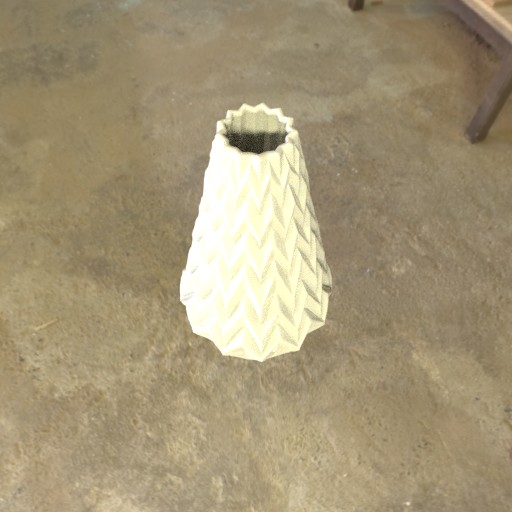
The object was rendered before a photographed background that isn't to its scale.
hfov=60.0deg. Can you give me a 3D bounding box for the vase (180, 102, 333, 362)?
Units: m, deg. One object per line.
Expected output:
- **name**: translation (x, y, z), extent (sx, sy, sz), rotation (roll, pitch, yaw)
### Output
- **vase**: translation (0.000, 0.000, 0.436), extent (0.167, 0.328, 0.167), rotation (0, 59, 0)
